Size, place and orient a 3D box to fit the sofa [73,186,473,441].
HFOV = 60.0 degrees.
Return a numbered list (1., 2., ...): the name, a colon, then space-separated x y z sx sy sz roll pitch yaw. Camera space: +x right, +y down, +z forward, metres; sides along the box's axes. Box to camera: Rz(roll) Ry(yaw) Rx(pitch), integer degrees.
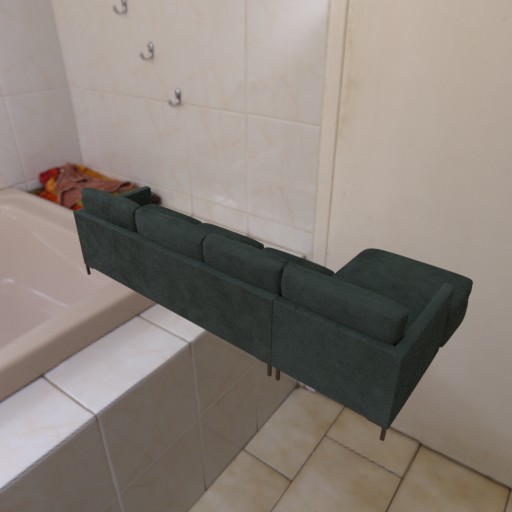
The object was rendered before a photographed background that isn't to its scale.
1. sofa: 0.000 0.000 4.038 3.400 0.967 1.500 21 36 33
